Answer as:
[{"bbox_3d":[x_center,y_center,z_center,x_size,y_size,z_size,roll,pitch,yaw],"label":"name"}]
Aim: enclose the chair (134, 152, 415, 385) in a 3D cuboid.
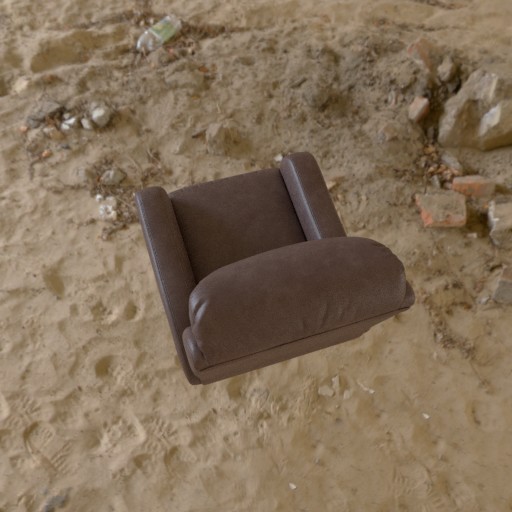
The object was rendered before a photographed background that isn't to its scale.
[{"bbox_3d":[0.000,0.000,1.845,0.865,1.067,1.067,-15,60,-9],"label":"chair"}]
